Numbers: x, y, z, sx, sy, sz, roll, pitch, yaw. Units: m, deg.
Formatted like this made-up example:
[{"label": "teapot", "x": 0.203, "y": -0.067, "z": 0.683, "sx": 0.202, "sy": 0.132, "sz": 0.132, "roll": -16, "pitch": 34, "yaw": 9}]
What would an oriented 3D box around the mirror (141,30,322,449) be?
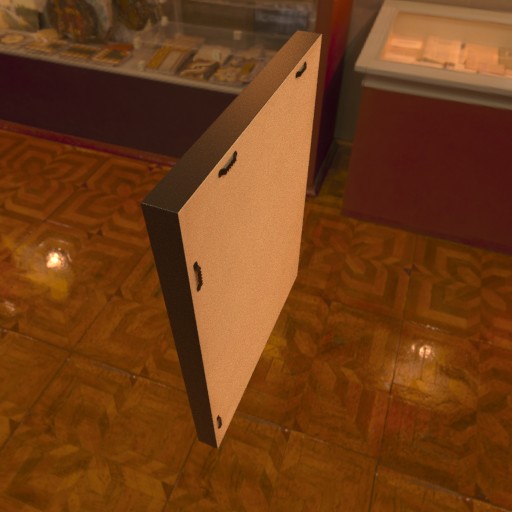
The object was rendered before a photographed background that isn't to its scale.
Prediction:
[{"label": "mirror", "x": 0.000, "y": 0.000, "z": 0.672, "sx": 0.041, "sy": 0.509, "sz": 0.406, "roll": 17, "pitch": 49, "yaw": 15}]
